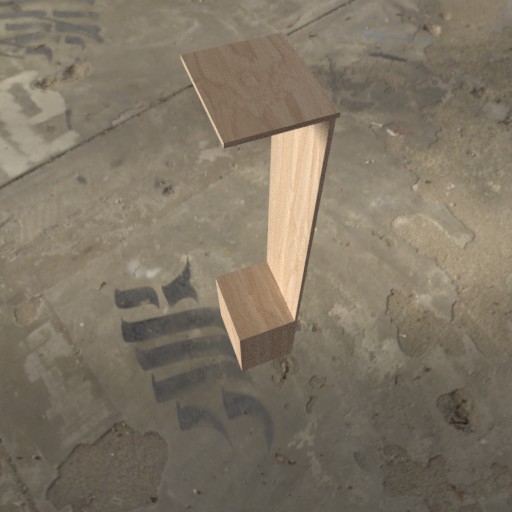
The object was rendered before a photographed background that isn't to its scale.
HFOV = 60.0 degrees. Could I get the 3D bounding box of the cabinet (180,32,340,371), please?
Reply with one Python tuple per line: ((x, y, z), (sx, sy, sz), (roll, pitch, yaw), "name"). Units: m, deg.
((0.000, 0.000, 2.075), (0.338, 1.879, 0.411), (-18, 59, -11), "cabinet")
